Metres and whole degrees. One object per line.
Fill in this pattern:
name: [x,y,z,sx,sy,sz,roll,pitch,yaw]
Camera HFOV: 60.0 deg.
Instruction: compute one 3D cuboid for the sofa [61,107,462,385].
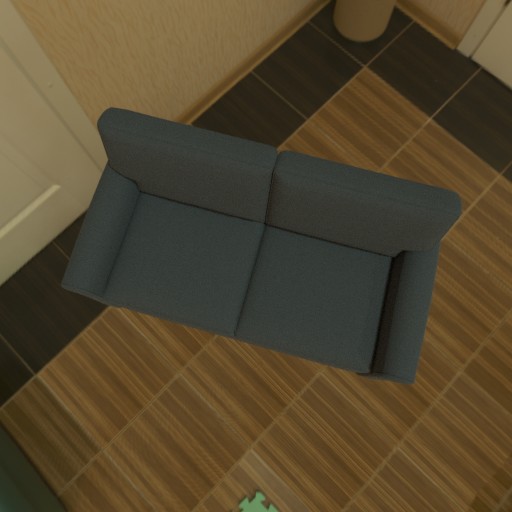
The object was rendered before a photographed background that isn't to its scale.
sofa: [0.000,0.000,2.512,1.930,1.020,0.940,15,76,4]
